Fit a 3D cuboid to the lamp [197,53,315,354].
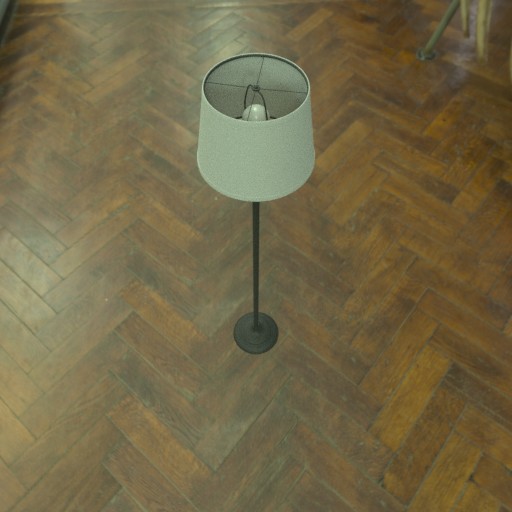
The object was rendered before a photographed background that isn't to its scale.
[{"bbox_3d":[0.000,0.000,1.677,0.327,1.506,0.327,-31,63,-18],"label":"lamp"}]
